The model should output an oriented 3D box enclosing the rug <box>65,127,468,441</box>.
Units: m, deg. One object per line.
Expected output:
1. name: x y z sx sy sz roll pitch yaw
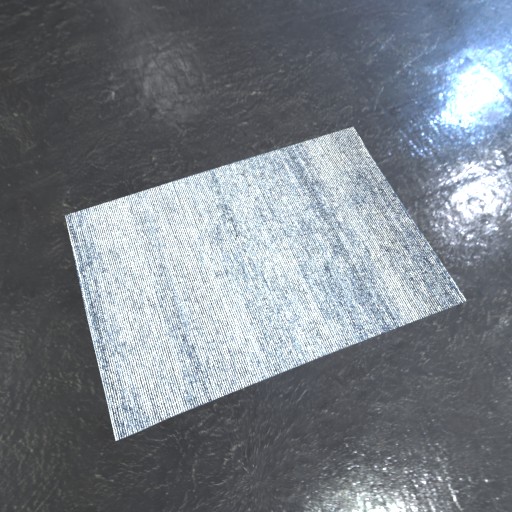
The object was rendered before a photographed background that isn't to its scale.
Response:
1. rug: 0.000 0.000 3.051 2.349 0.030 1.624 -19 65 -9
